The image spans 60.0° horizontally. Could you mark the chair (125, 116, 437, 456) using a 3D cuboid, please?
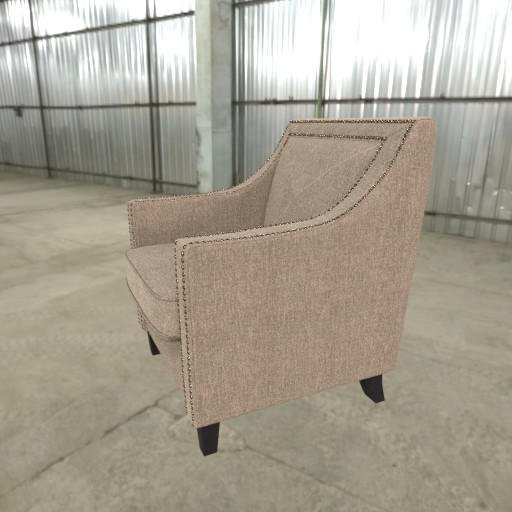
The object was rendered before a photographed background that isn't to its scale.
[{"bbox_3d":[0.000,0.000,1.615,0.884,0.967,0.776,-8,18,-24],"label":"chair"}]
